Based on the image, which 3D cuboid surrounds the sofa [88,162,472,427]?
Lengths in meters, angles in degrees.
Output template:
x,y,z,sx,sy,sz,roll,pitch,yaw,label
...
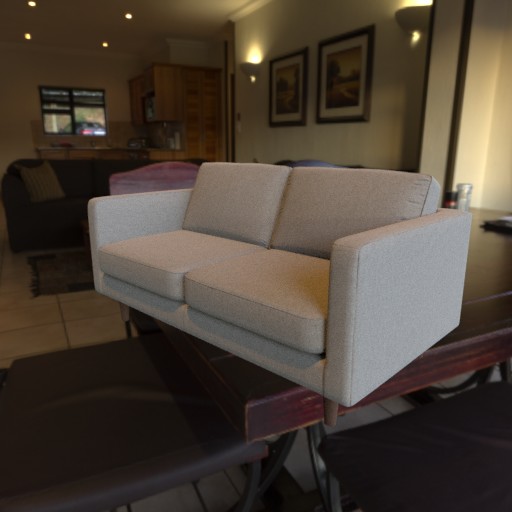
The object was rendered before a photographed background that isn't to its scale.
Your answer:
x,y,z,sx,sy,sz,roll,pitch,yaw,label
0.000,0.000,2.275,1.731,0.900,1.000,13,19,42,sofa
